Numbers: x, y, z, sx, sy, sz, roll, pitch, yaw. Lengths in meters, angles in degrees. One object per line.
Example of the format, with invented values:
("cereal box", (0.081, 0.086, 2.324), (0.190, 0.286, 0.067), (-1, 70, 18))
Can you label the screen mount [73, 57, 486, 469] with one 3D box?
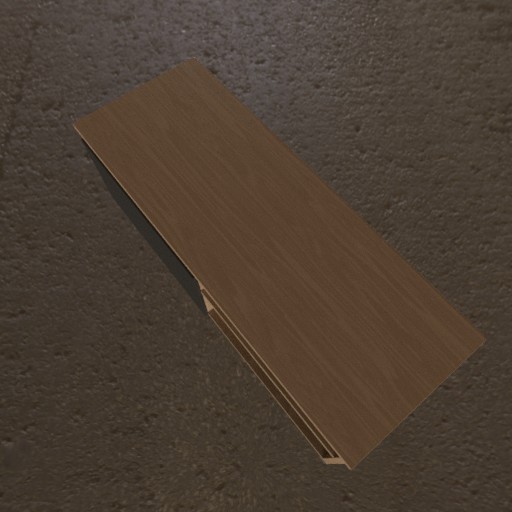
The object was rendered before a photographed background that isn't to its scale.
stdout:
("screen mount", (0.000, 0.000, 1.270), (0.406, 0.432, 1.084), (-36, 70, -15))
